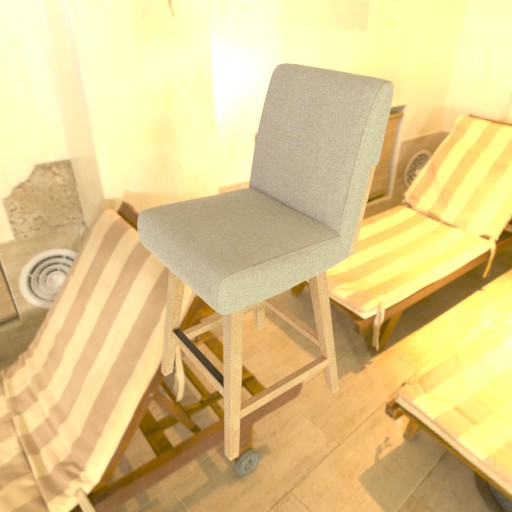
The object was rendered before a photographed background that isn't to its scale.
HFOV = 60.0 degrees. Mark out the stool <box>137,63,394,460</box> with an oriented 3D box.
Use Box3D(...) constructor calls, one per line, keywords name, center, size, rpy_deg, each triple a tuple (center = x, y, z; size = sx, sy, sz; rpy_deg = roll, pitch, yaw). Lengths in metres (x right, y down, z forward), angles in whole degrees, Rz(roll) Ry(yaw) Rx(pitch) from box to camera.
Box3D(name="stool", center=(0.000, 0.000, 1.438), size=(0.606, 1.085, 0.507), rpy_deg=(-21, 36, -31))
